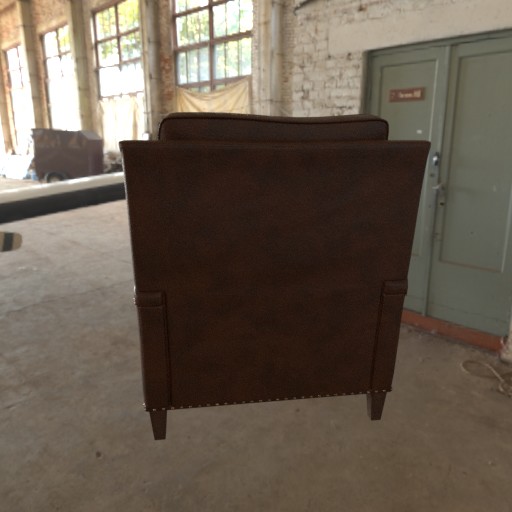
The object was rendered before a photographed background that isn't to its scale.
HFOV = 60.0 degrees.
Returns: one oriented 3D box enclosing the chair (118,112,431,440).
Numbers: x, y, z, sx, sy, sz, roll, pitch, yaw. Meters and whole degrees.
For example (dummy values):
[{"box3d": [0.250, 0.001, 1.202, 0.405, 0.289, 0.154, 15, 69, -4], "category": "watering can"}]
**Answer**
[{"box3d": [0.000, 0.000, 1.775, 0.854, 1.054, 1.035, -2, 15, -8], "category": "chair"}]
